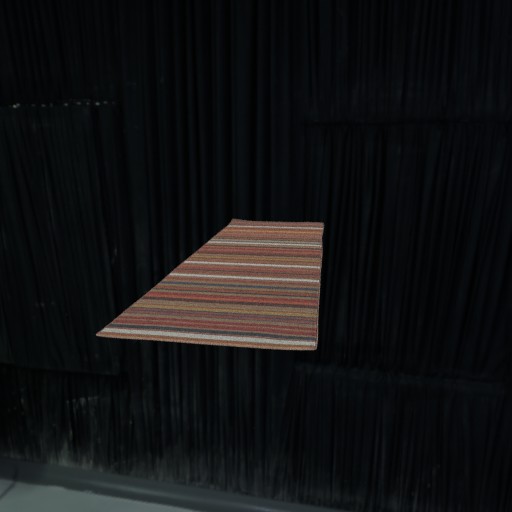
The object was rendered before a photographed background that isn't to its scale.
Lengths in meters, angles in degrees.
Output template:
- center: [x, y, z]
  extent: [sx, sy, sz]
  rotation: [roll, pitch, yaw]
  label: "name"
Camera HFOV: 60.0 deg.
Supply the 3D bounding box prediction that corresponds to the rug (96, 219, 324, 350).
- center: [0.000, 0.000, 2.712]
  extent: [0.799, 0.030, 2.444]
  rotation: [2, 15, 9]
  label: "rug"
